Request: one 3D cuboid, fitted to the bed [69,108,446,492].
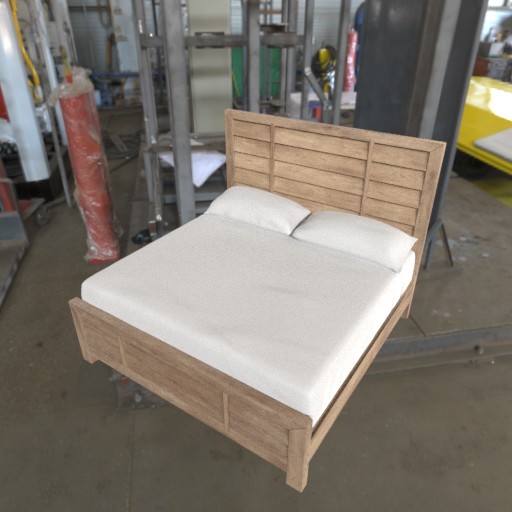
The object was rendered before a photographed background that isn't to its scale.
[{"bbox_3d":[0.000,0.000,3.461,2.032,1.626,2.062,19,35,29],"label":"bed"}]
